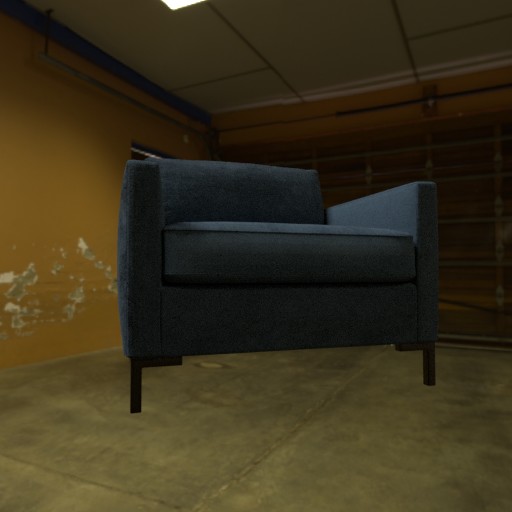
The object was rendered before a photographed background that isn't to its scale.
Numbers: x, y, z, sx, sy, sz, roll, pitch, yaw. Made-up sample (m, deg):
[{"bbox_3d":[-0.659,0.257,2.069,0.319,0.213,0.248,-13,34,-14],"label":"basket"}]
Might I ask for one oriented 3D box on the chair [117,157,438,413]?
[{"bbox_3d":[0.000,0.000,1.617,0.964,0.812,0.875,1,-2,-18],"label":"chair"}]
